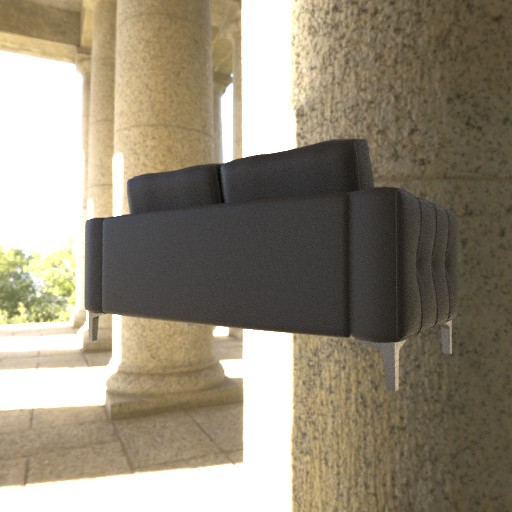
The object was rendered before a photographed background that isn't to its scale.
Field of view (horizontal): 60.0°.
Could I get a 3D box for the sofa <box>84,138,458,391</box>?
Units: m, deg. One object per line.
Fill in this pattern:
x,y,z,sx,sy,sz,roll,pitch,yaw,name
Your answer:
0.000,0.000,2.199,1.726,0.892,0.833,-1,-2,36,sofa
